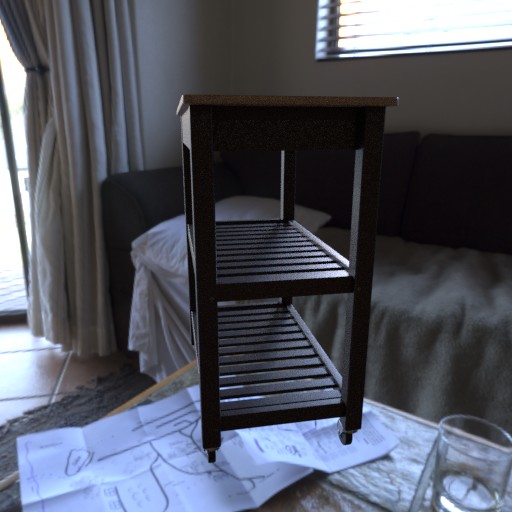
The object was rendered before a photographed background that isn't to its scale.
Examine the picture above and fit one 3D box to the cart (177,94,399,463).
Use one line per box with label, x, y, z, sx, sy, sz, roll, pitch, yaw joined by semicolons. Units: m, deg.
cart;0.000;0.000;1.449;0.457;0.927;0.899;-3;16;-10
